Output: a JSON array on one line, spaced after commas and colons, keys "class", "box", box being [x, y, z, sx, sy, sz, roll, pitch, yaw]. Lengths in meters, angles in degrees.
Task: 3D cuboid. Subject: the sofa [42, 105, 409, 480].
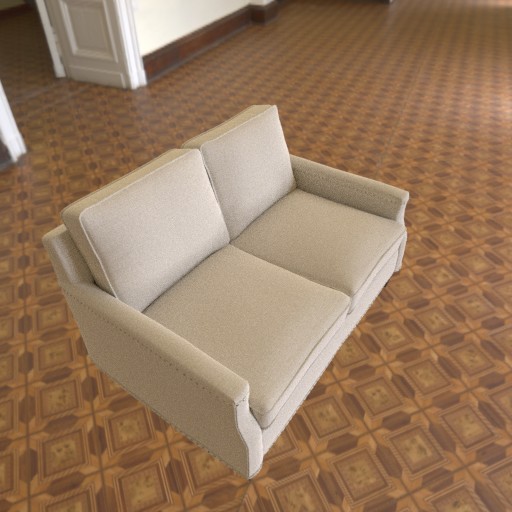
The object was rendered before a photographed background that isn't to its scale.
[{"class": "sofa", "box": [0.000, 0.000, 2.231, 1.084, 1.003, 1.597, 25, 46, 26]}]
